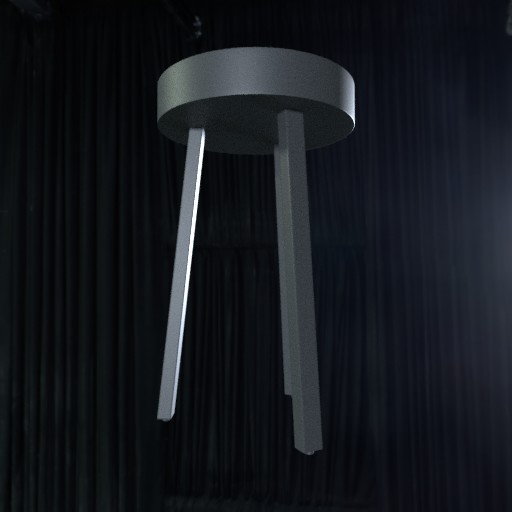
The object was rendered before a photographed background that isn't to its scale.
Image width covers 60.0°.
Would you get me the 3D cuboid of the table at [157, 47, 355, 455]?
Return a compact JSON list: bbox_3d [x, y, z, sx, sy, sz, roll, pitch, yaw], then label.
[{"bbox_3d":[0.000,0.000,0.932,0.406,0.686,0.406,0,-1,1],"label":"table"}]
